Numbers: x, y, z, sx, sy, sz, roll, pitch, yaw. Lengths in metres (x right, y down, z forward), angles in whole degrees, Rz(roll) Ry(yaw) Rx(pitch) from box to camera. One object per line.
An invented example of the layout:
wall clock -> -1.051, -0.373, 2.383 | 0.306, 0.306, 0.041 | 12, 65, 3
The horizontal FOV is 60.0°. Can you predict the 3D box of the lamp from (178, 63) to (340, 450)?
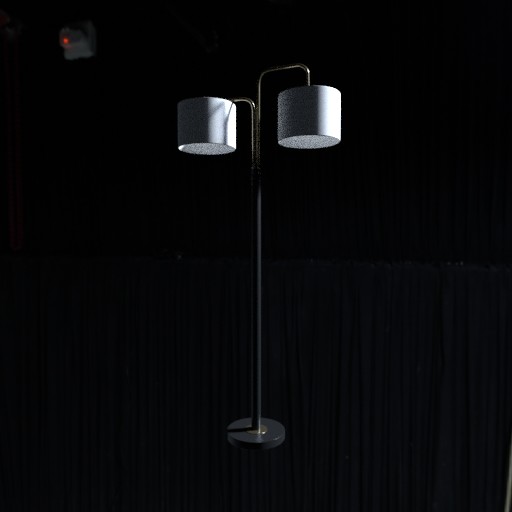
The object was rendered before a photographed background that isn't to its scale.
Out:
lamp -> 0.000, 0.000, 1.917 | 0.711, 1.587, 0.254 | 1, 3, 18
